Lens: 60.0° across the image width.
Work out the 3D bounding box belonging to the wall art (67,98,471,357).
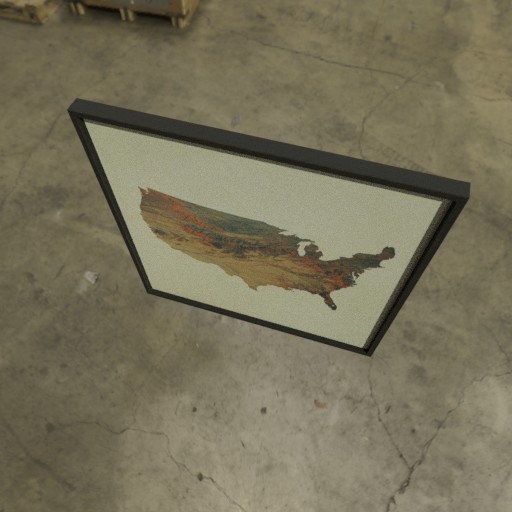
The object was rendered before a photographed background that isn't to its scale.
[{"bbox_3d":[0.000,0.000,1.134,0.762,0.762,0.038,15,58,9],"label":"wall art"}]
